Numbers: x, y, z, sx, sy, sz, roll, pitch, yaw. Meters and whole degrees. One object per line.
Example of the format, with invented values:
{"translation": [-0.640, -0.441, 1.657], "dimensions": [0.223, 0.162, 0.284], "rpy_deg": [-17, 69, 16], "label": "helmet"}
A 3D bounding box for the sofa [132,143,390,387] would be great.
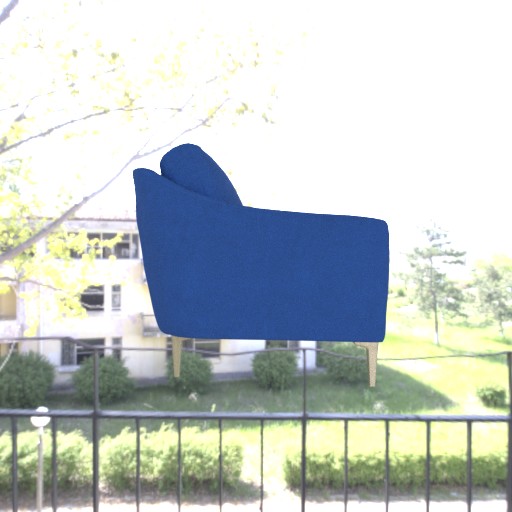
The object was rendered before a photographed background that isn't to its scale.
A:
{"translation": [0.000, 0.000, 2.536], "dimensions": [0.960, 0.903, 2.036], "rpy_deg": [0, 1, 0], "label": "sofa"}
